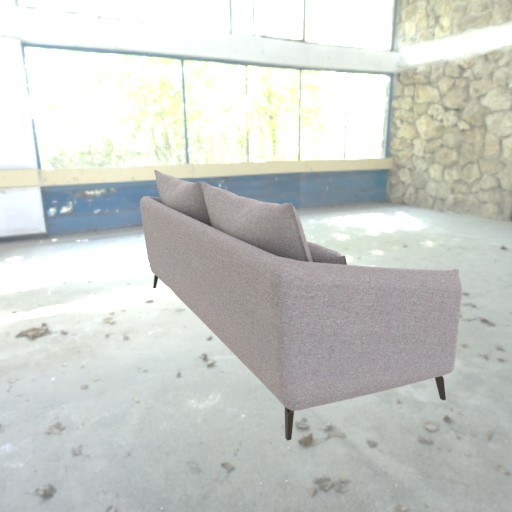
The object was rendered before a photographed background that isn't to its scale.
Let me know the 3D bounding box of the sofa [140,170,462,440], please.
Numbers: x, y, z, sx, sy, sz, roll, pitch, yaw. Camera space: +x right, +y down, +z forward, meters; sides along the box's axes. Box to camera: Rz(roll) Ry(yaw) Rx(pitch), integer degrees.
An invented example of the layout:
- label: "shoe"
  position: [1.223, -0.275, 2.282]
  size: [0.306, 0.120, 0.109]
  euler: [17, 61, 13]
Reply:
- label: "sofa"
  position: [0.000, 0.000, 2.398]
  size: [0.809, 0.833, 2.022]
  euler: [-8, 17, -26]
